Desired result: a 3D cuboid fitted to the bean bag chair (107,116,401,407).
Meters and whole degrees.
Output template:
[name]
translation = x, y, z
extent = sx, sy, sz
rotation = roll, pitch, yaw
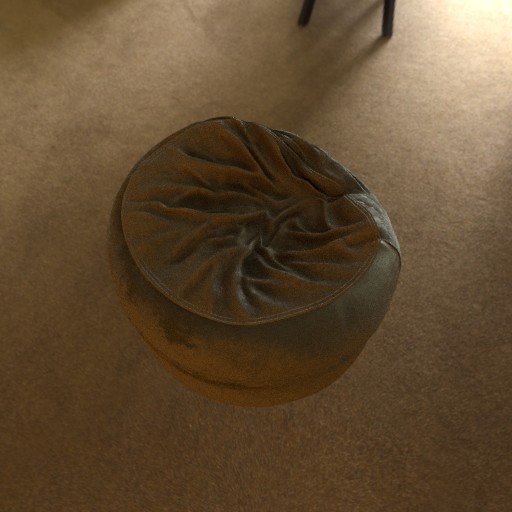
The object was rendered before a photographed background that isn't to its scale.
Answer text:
[bean bag chair]
translation = 0.000, 0.000, 1.498
extent = 0.918, 0.605, 0.918
rotation = 0, 58, 0
